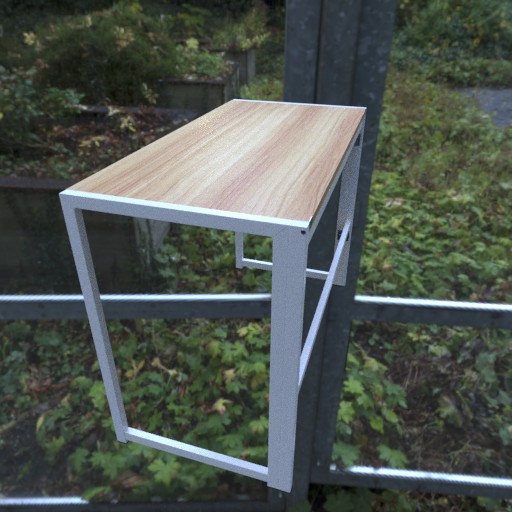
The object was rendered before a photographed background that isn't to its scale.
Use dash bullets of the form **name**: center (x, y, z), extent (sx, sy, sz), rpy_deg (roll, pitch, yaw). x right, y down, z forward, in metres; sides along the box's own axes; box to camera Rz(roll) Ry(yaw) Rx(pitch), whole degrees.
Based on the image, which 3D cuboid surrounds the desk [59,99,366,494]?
- **desk**: center (0.000, 0.000, 1.429), extent (0.508, 0.762, 1.016), rpy_deg (9, 31, 15)
